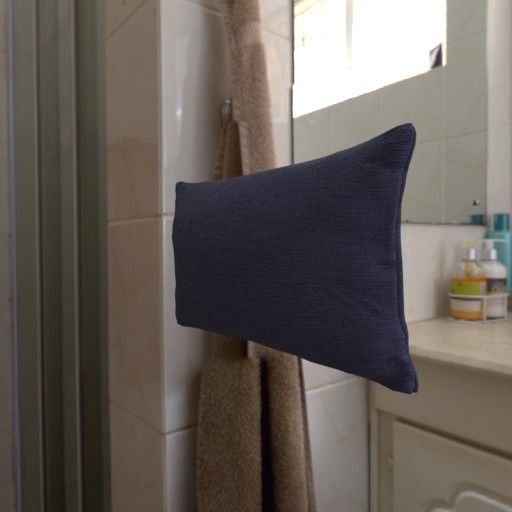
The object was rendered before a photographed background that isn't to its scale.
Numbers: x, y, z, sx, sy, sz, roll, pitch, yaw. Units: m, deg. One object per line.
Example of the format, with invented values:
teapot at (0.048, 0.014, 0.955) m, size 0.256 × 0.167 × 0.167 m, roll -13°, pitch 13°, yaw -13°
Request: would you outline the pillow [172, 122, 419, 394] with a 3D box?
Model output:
pillow at (0.000, 0.000, 0.792) m, size 0.210 × 0.338 × 0.633 m, roll -1°, pitch 1°, yaw -37°
